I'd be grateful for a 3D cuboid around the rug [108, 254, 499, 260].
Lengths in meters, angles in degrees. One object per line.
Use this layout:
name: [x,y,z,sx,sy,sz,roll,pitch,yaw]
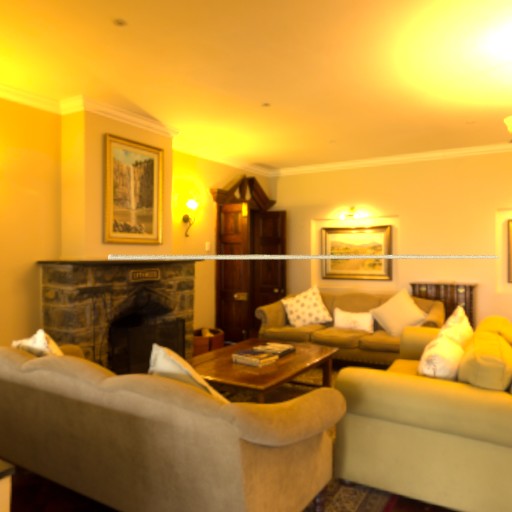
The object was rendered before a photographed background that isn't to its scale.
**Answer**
rug: [0.000,0.000,0.870,0.548,0.006,0.639,0,0,-18]
